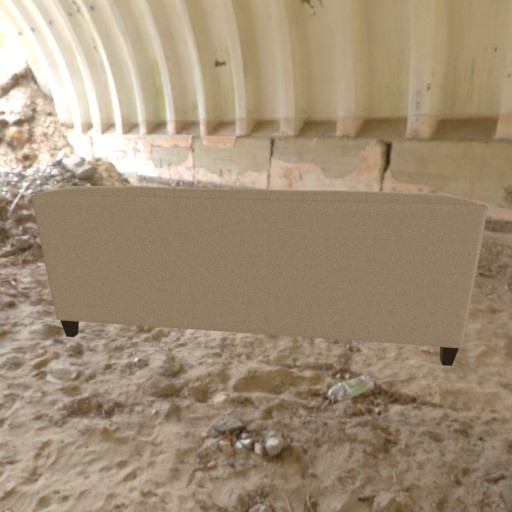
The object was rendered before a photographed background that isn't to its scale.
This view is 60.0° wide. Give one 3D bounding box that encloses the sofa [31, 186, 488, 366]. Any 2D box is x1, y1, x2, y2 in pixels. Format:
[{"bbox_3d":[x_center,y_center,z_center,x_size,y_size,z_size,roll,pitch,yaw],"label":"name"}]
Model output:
[{"bbox_3d":[0.000,0.000,2.661,2.235,0.901,0.914,2,16,9],"label":"sofa"}]
